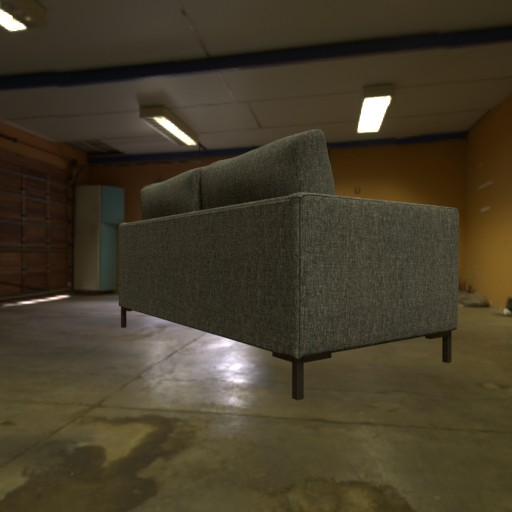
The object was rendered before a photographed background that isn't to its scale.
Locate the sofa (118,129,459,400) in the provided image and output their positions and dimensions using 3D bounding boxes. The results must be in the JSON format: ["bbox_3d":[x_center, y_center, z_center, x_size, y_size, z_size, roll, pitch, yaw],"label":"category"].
[{"bbox_3d":[0.000,0.000,2.238,0.866,0.862,1.716,0,0,-35],"label":"sofa"}]
